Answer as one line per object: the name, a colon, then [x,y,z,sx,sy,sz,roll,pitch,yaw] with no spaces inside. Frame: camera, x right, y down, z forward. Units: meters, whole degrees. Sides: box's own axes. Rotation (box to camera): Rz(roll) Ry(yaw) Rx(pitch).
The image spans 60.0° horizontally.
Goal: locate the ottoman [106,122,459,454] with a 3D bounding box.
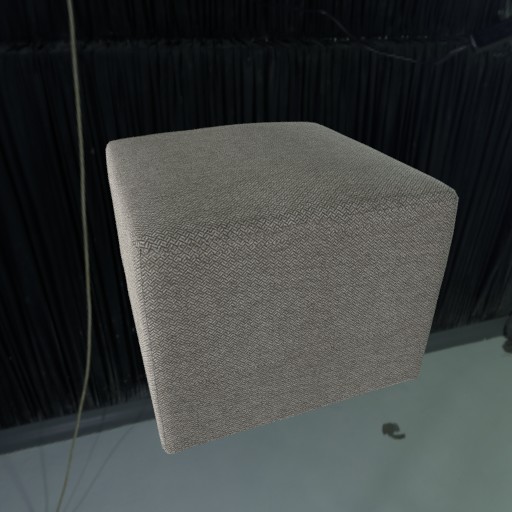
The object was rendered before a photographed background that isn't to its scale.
ottoman: [0.000,0.000,0.909,0.512,0.453,0.519,-10,31,-18]
